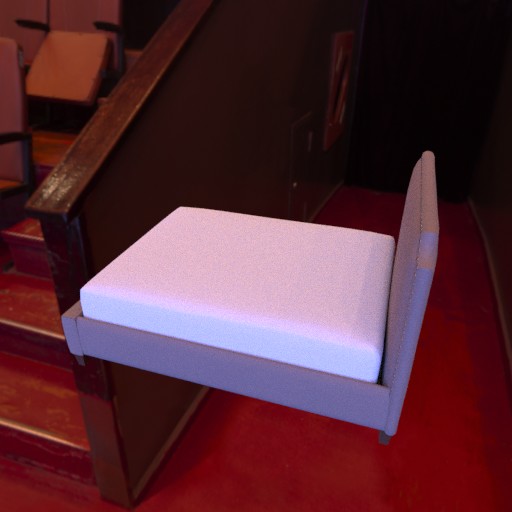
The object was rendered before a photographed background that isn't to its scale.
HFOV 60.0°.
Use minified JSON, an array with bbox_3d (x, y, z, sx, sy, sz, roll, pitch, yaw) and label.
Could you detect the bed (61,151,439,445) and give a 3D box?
[{"bbox_3d":[0.000,0.000,3.382,2.372,1.443,1.713,9,31,16],"label":"bed"}]
